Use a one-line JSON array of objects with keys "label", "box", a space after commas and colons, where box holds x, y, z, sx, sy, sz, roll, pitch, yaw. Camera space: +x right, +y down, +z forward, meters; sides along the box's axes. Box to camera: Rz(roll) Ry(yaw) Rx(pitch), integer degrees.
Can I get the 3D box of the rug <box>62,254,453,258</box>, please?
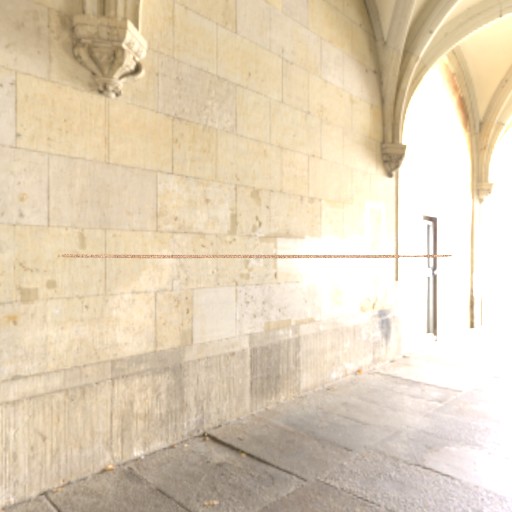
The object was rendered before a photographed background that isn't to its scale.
[{"label": "rug", "box": [0.000, 0.000, 2.304, 1.225, 0.013, 1.840, 0, 0, 0]}]
